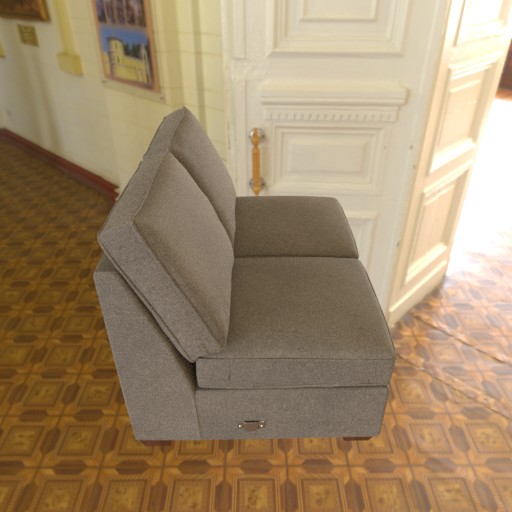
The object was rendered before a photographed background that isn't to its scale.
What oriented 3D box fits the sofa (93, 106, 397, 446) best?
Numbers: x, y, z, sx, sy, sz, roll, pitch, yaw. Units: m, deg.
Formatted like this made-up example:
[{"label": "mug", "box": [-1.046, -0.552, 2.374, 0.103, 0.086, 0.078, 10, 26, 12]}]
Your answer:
[{"label": "sofa", "box": [0.000, 0.000, 1.953, 0.951, 1.008, 1.237, 0, 33, -1]}]
